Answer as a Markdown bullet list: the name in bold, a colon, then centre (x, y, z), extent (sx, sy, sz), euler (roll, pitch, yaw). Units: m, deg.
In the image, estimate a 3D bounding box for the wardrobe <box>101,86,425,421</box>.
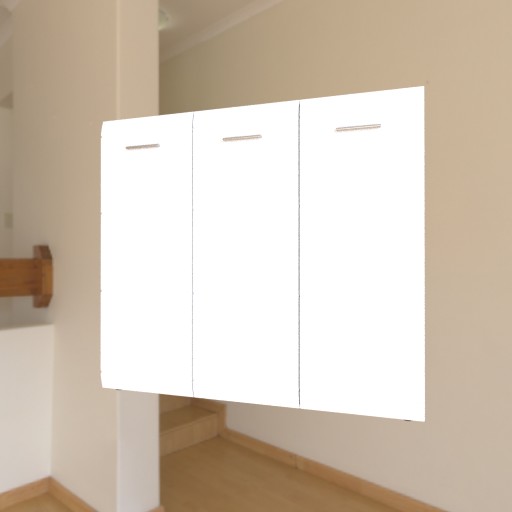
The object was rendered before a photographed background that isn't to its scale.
- **wardrobe**: centre (0.000, 0.000, 1.904), extent (1.340, 1.200, 0.360), euler (0, 0, 18)
